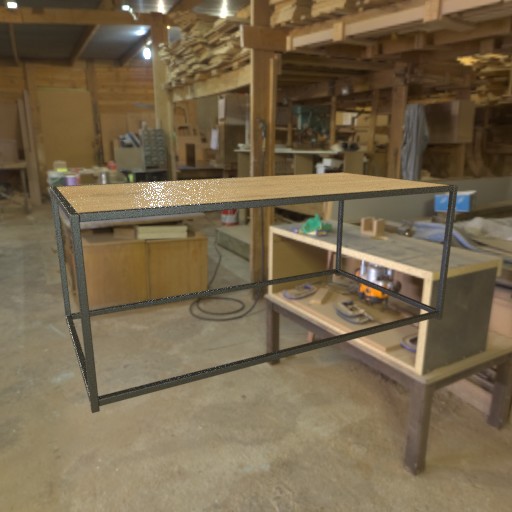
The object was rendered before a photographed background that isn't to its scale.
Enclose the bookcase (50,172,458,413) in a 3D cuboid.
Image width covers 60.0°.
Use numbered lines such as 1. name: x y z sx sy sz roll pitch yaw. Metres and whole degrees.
1. bookcase: 0.000 0.000 1.264 1.000 0.400 0.500 -8 17 -27
